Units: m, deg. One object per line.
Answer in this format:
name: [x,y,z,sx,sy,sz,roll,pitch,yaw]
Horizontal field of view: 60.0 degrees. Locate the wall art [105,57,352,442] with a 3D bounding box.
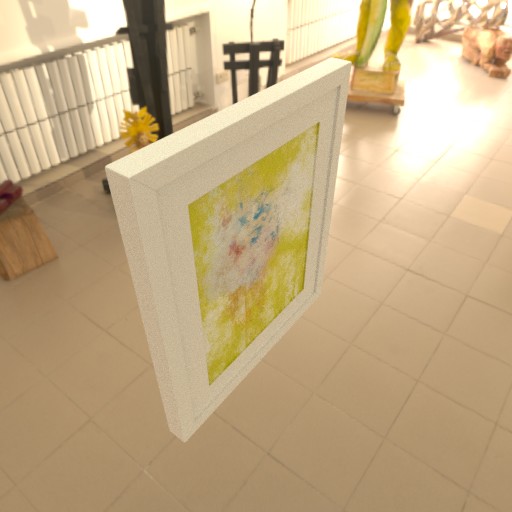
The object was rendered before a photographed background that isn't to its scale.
wall art: [0.000,0.000,0.541,0.028,0.381,0.331,26,47,28]
